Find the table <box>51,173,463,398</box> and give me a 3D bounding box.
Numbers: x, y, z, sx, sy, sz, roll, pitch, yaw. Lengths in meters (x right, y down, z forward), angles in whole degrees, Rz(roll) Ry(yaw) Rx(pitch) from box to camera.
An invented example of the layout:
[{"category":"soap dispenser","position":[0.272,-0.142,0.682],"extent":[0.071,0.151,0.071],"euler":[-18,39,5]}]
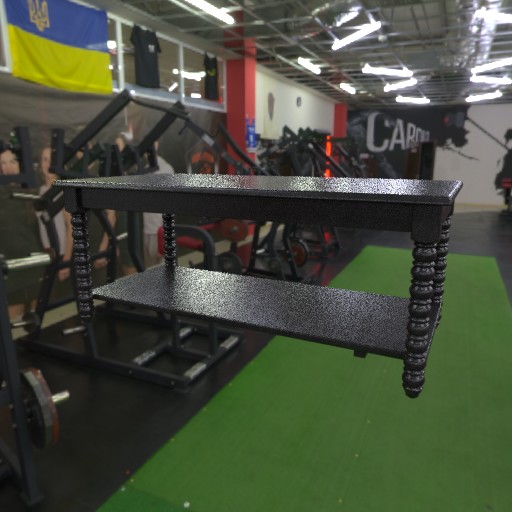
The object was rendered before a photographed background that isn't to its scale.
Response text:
[{"category":"table","position":[0.000,0.000,1.452],"extent":[1.171,0.487,0.580],"euler":[7,15,26]}]
